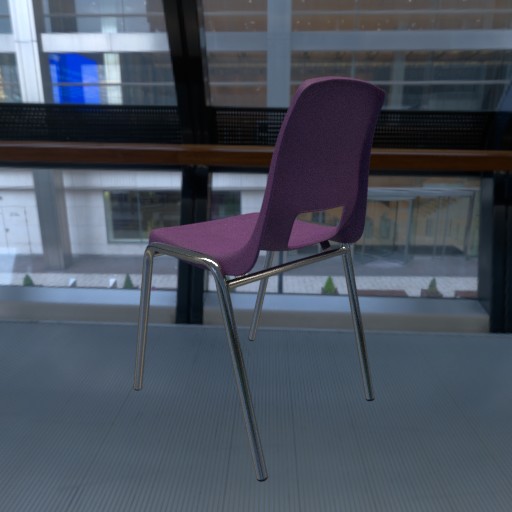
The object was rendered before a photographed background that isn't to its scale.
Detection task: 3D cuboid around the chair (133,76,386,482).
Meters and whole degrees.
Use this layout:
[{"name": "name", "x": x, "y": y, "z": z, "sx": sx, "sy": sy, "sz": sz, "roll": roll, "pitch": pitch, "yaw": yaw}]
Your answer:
[{"name": "chair", "x": 0.000, "y": 0.000, "z": 0.914, "sx": 0.381, "sy": 0.654, "sz": 0.432, "roll": -15, "pitch": 21, "yaw": -42}]
